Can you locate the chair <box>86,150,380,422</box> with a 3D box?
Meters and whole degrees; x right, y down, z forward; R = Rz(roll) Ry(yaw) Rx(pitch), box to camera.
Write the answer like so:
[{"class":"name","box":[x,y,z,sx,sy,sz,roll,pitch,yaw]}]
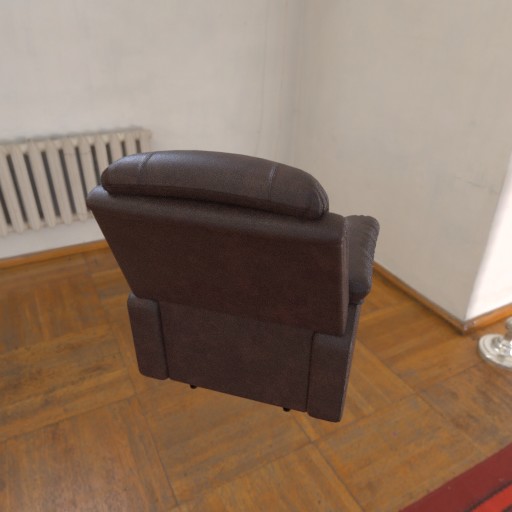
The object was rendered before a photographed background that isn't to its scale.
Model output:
[{"class":"chair","box":[0.000,0.000,1.651,0.855,0.992,0.919,9,32,15]}]
